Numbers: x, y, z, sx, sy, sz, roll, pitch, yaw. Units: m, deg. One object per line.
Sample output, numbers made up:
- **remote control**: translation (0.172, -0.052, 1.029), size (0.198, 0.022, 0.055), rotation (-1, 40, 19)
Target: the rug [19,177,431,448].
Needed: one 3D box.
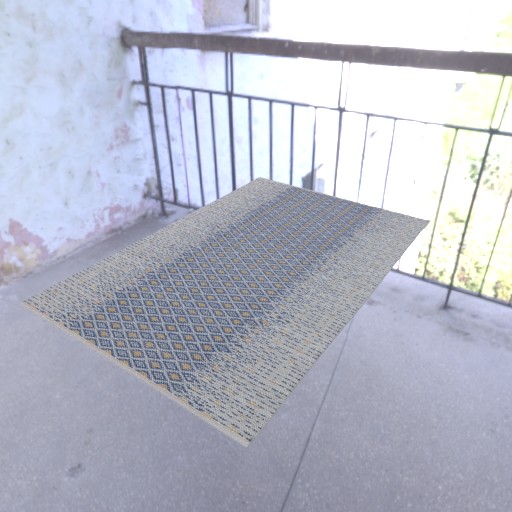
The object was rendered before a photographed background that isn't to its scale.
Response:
- **rug**: translation (0.000, 0.000, 2.253), size (1.219, 0.005, 1.828), rotation (20, 36, 29)
